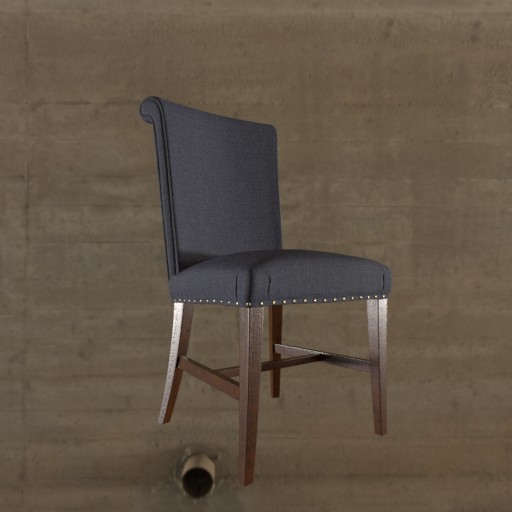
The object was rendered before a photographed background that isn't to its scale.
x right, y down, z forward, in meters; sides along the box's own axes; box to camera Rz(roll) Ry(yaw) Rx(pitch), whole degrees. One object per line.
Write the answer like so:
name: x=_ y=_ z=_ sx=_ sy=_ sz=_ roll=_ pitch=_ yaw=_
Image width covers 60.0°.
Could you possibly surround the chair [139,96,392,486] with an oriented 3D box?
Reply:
chair: x=0.000 y=0.000 z=1.313 sx=0.513 sy=0.988 sz=0.608 roll=1 pitch=-2 yaw=-37
